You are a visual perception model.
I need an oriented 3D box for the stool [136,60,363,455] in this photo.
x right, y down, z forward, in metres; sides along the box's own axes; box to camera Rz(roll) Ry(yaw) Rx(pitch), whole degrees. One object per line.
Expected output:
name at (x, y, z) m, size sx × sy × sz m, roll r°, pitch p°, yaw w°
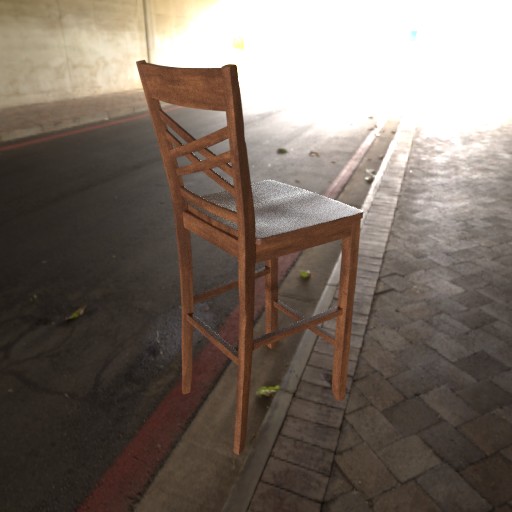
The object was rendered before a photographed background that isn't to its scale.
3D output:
stool at (0.000, 0.000, 1.366) m, size 0.487 × 1.105 × 0.433 m, roll -18°, pitch 31°, yaw -33°
